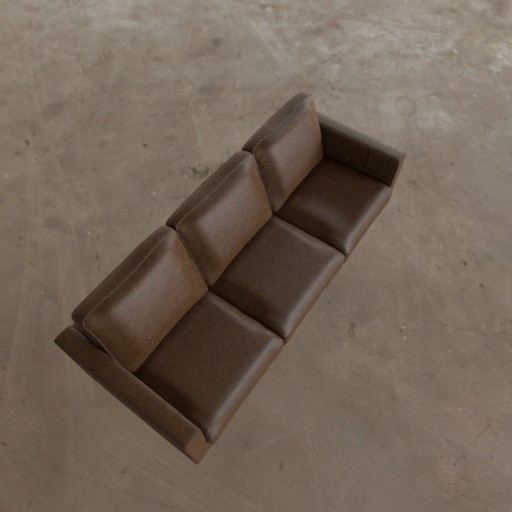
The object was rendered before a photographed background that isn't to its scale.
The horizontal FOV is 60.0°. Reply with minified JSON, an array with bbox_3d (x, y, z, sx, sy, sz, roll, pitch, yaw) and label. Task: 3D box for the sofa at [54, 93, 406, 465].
[{"bbox_3d":[0.000,0.000,2.742,0.903,0.930,2.231,31,63,18],"label":"sofa"}]
